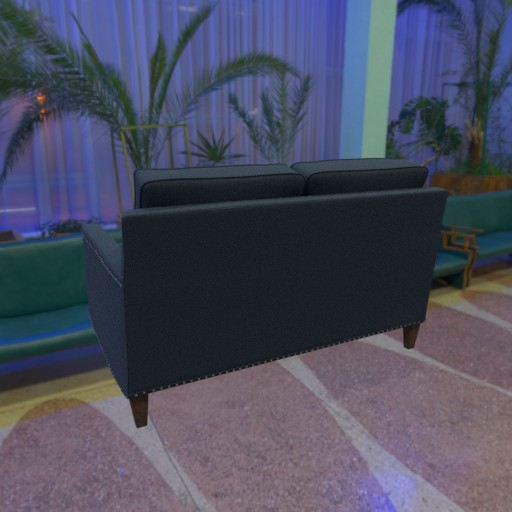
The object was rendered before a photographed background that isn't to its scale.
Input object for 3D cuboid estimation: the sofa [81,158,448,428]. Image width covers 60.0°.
[{"bbox_3d":[0.000,0.000,2.293,1.597,1.003,1.084,-8,17,-26],"label":"sofa"}]
